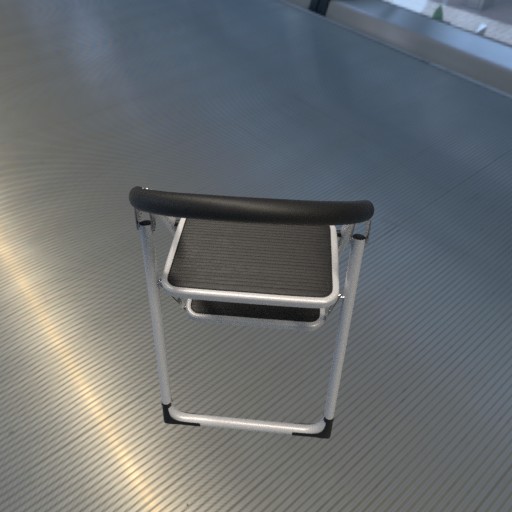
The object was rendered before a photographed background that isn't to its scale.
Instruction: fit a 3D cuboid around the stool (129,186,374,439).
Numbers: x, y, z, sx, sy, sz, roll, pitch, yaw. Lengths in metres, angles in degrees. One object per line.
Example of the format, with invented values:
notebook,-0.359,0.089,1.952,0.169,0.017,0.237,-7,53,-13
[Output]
stool,0.000,0.000,1.076,0.453,0.760,0.559,4,47,4
